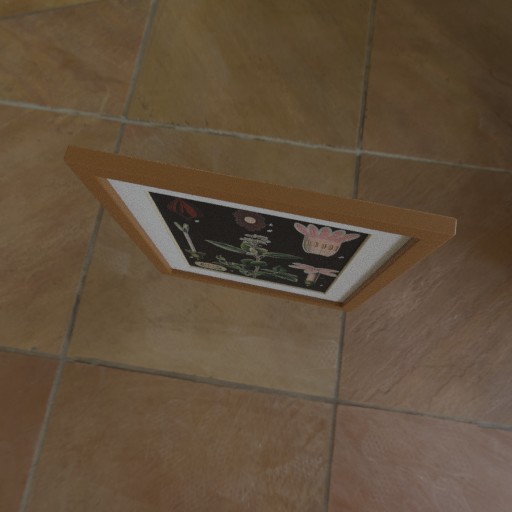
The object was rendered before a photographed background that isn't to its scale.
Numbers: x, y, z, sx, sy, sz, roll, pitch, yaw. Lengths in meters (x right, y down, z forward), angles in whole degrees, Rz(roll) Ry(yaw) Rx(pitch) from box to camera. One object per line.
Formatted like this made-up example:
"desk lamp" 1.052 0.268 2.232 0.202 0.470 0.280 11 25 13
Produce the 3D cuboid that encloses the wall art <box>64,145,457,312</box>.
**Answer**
"wall art" 0.000 0.000 0.763 0.449 0.550 0.021 11 74 3
